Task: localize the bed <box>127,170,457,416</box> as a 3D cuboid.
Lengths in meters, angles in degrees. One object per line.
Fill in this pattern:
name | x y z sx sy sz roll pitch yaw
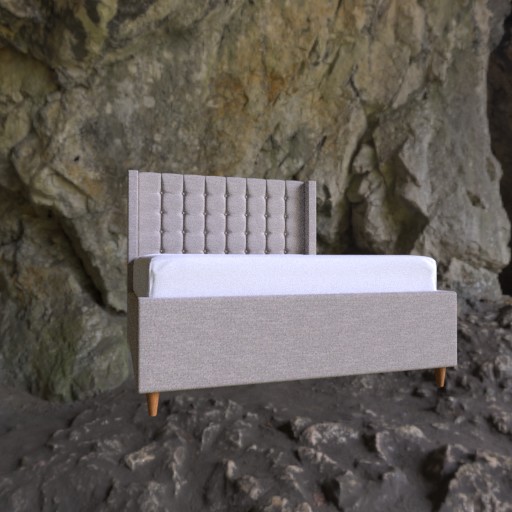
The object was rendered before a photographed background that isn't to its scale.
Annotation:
bed | 0.000 0.000 3.747 2.044 1.748 2.372 0 -1 -17
